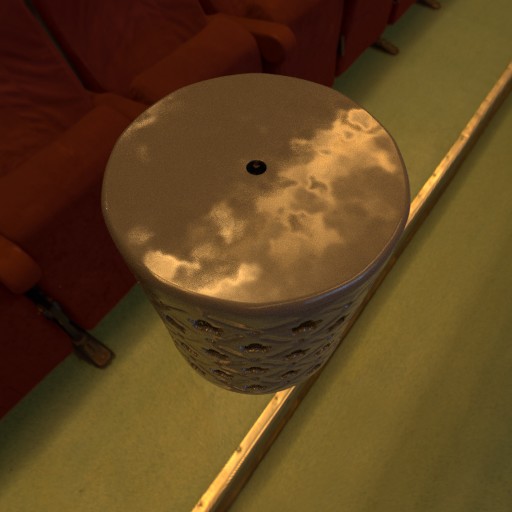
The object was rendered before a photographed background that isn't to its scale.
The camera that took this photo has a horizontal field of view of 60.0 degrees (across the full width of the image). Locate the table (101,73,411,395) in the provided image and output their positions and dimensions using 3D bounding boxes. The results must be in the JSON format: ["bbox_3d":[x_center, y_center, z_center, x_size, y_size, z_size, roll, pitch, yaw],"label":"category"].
[{"bbox_3d":[0.000,0.000,0.664,0.352,0.387,0.352,0,59,0],"label":"table"}]
